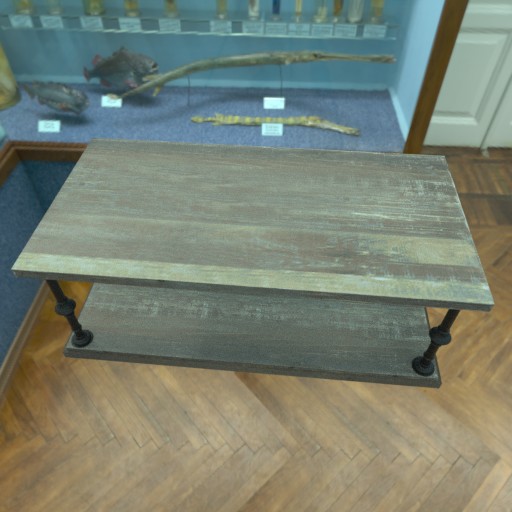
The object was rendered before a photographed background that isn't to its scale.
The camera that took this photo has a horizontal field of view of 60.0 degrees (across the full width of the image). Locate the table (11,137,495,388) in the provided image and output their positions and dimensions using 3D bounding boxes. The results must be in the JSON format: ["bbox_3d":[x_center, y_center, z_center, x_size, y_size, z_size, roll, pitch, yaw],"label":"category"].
[{"bbox_3d":[0.000,0.000,1.326,1.088,0.399,0.554,4,47,4],"label":"table"}]
